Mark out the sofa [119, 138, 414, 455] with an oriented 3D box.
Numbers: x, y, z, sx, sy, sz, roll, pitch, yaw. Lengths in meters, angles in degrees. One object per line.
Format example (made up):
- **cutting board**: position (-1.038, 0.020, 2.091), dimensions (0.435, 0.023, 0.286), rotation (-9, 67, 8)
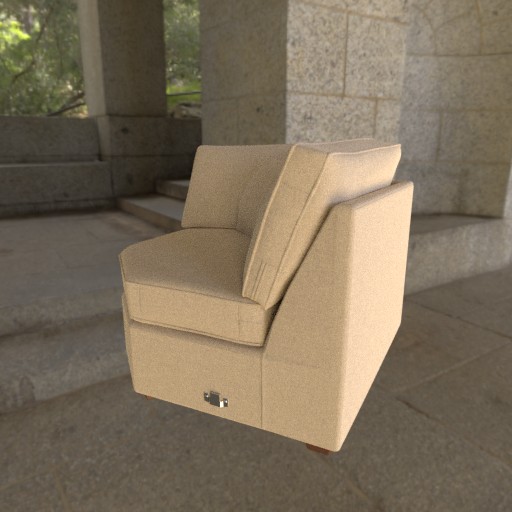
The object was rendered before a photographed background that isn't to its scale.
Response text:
- **sofa**: position (0.000, 0.000, 1.818), dimensions (1.050, 0.937, 1.042), rotation (8, 17, 26)
